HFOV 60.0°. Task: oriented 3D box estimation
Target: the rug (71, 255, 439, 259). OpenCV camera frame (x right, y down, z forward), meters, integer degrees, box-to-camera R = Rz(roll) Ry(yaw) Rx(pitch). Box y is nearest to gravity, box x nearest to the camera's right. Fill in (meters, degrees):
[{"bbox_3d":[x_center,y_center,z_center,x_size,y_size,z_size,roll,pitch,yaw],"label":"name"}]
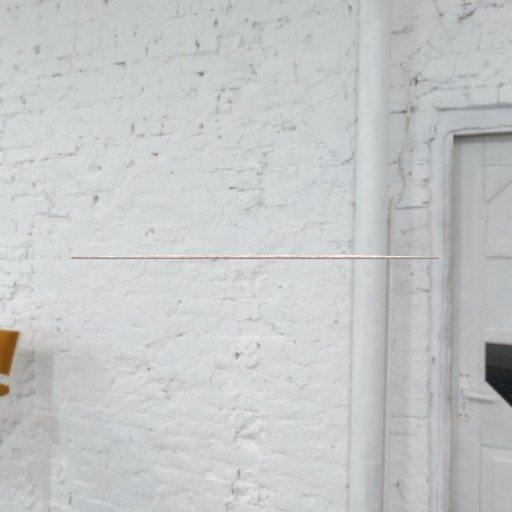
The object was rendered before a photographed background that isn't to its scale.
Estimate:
[{"bbox_3d":[0.000,0.000,3.052,1.545,0.010,2.440,0,0,0],"label":"rug"}]
